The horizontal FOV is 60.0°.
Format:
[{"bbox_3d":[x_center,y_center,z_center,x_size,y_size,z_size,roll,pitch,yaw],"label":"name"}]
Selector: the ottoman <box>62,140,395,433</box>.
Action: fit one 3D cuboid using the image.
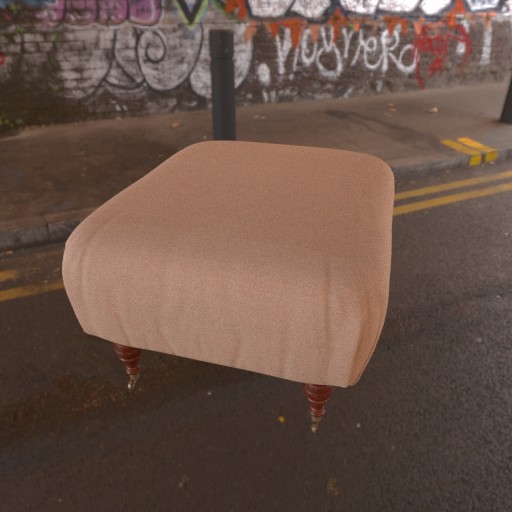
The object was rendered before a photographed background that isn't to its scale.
[{"bbox_3d":[0.000,0.000,1.136,0.639,0.450,0.746,8,31,14],"label":"ottoman"}]
